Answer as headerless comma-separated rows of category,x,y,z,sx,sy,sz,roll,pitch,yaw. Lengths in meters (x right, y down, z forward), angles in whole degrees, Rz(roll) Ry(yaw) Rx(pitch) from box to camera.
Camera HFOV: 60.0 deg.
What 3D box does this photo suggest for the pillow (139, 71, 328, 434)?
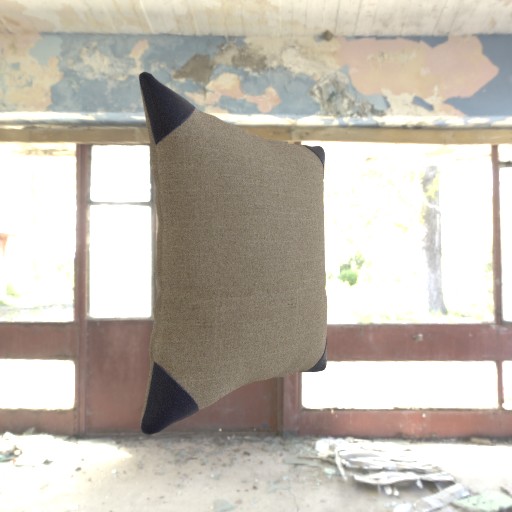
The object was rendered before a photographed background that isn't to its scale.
pillow,0.000,0.000,0.701,0.147,0.441,0.440,-1,-2,37
